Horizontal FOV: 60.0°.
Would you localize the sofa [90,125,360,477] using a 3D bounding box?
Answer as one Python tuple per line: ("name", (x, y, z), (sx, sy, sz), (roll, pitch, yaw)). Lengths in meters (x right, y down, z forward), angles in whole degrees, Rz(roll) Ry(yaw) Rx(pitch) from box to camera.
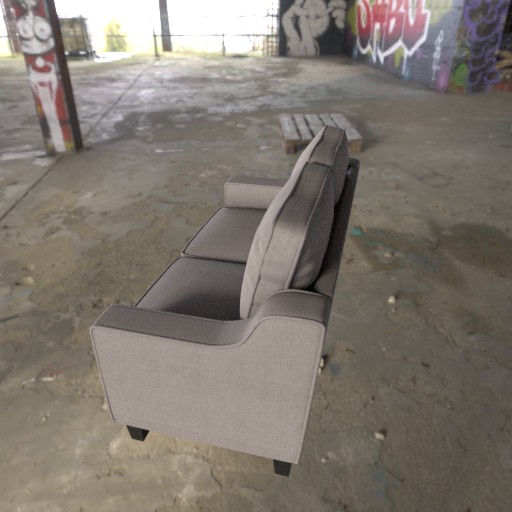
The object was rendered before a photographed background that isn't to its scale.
("sofa", (0.000, 0.000, 2.012), (0.791, 0.948, 1.500), (7, 30, 13))
